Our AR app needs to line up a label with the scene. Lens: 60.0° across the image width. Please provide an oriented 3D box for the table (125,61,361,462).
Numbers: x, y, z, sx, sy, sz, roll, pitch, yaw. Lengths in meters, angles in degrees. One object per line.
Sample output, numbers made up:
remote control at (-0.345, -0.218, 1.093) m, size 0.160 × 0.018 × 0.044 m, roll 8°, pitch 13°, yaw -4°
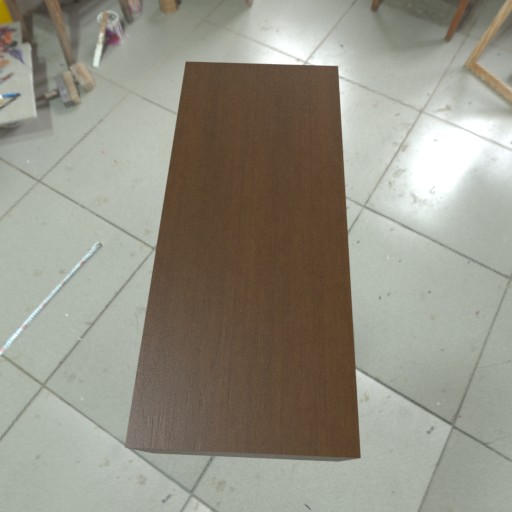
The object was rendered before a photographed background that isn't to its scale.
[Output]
table at (0.000, 0.000, 1.353) m, size 0.490 × 0.464 × 1.119 m, roll 2°, pitch 64°, yaw 1°
